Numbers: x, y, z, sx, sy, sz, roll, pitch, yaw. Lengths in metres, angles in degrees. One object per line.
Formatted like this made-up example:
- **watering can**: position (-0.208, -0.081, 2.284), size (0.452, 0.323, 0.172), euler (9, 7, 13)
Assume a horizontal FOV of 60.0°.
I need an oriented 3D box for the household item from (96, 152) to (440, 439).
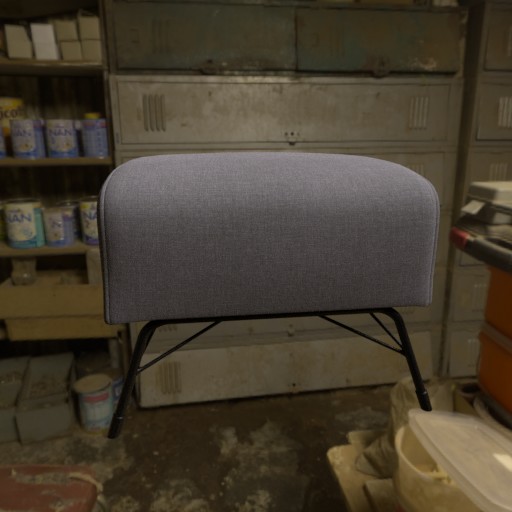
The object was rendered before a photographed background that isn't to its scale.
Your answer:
- **household item**: position (0.000, 0.000, 0.902), size (0.530, 0.410, 0.530), euler (-2, 16, -7)
